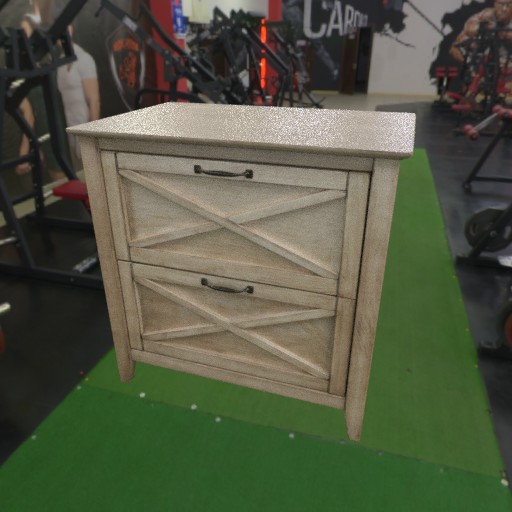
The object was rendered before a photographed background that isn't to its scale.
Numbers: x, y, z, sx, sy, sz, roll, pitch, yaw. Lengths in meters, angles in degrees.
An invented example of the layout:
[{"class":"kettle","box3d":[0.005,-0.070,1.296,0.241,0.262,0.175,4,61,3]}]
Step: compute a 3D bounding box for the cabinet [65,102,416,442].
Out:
[{"class":"cabinet","box3d":[0.000,0.000,1.284,0.763,0.762,0.503,8,27,17]}]
